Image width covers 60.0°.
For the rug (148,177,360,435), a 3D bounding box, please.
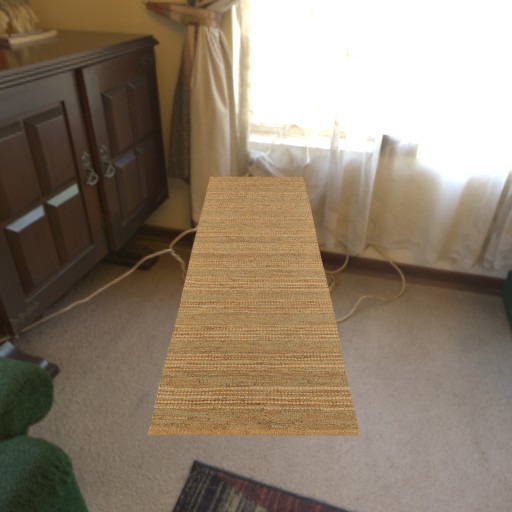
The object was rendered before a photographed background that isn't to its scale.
[{"bbox_3d":[0.000,0.000,2.649,0.783,0.006,2.438,0,32,0],"label":"rug"}]
